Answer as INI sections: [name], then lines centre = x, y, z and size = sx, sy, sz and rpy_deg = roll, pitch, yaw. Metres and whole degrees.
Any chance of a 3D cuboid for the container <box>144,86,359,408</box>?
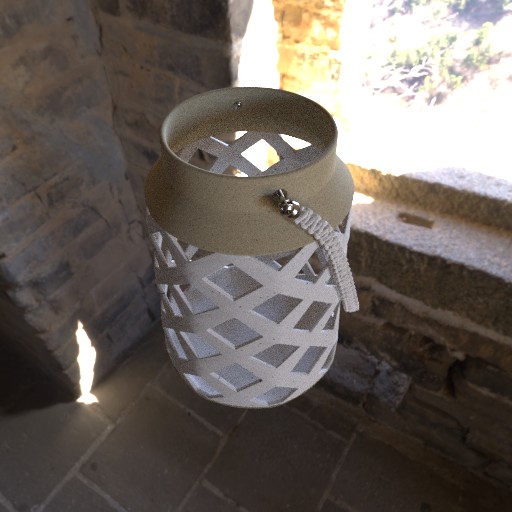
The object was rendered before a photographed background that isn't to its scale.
[container]
centre = 0.000, 0.000, 0.406
size = 0.198, 0.264, 0.188
rpy_deg = -10, 47, -10
